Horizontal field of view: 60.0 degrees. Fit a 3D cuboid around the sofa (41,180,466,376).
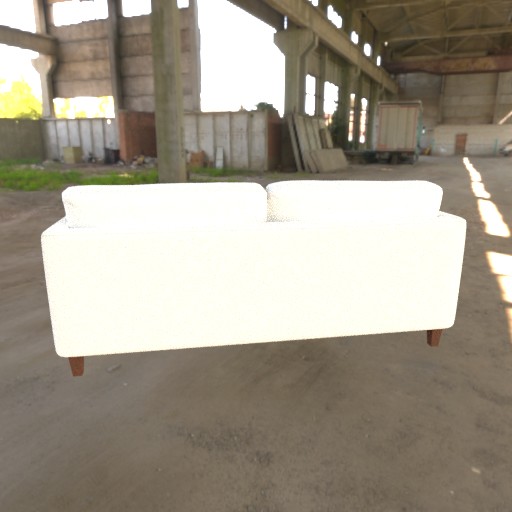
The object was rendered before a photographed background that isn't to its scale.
[{"bbox_3d":[0.000,0.000,2.649,2.139,0.933,0.924,-2,15,-9],"label":"sofa"}]
